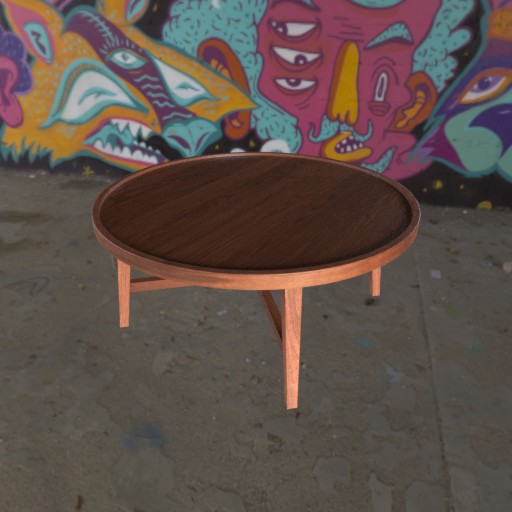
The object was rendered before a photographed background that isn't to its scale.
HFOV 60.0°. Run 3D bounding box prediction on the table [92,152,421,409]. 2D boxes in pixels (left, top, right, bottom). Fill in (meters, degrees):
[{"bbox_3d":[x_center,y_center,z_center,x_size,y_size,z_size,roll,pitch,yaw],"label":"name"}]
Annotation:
[{"bbox_3d":[0.000,0.000,1.219,0.800,0.360,0.800,0,29,0],"label":"table"}]
